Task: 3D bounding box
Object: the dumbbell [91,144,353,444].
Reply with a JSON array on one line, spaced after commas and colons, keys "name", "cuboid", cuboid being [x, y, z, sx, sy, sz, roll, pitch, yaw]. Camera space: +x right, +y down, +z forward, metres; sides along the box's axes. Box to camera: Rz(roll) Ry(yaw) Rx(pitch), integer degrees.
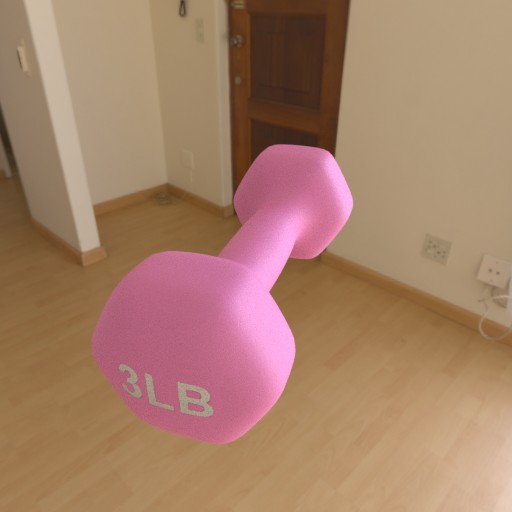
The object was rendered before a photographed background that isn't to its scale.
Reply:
[{"name": "dumbbell", "cuboid": [0.000, 0.000, 0.189, 0.064, 0.058, 0.159, 10, 32, 17]}]
